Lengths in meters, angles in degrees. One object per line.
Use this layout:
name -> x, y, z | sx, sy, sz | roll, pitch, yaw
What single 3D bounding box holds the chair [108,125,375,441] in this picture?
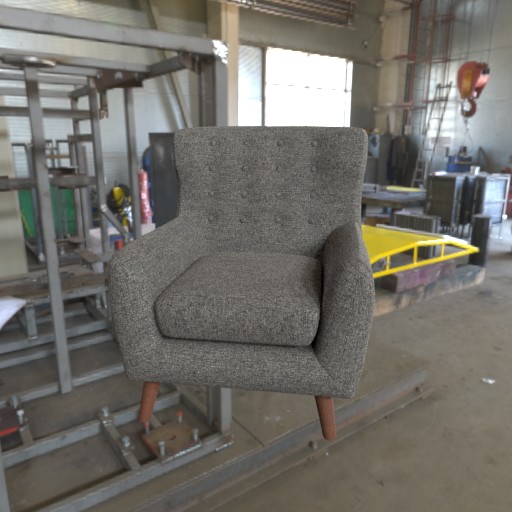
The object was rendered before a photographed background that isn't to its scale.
chair -> 0.000, 0.000, 1.792 | 0.889, 1.039, 0.940 | 2, 15, 8
